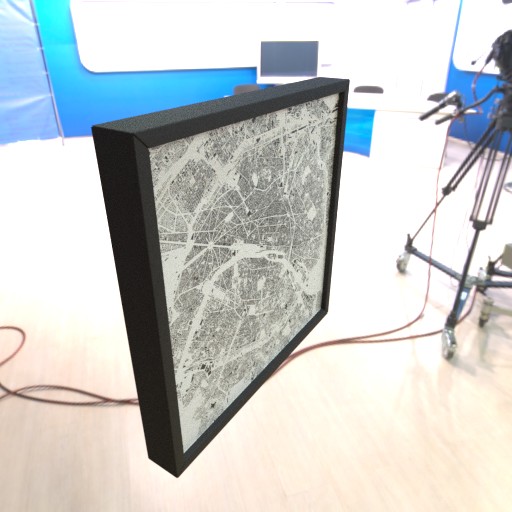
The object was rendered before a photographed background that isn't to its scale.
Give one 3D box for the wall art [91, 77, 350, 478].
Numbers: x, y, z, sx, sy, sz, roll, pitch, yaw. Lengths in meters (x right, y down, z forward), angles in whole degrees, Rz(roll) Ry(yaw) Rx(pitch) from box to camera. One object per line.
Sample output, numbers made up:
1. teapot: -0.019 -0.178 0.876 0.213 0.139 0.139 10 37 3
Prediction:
1. wall art: 0.000 0.000 0.443 0.037 0.305 0.305 18 33 30
